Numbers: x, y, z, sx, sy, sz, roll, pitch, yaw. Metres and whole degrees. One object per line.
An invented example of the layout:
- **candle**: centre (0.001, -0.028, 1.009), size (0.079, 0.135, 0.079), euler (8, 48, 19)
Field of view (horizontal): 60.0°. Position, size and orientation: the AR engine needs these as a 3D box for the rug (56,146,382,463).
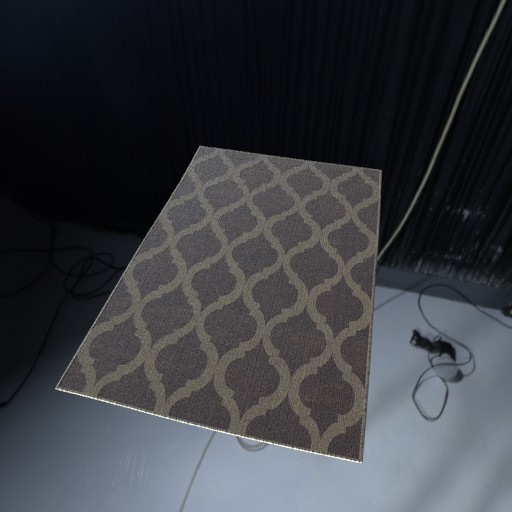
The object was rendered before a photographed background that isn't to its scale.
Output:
- **rug**: centre (0.000, 0.000, 2.849), size (1.522, 0.008, 2.284), euler (10, 47, 9)
